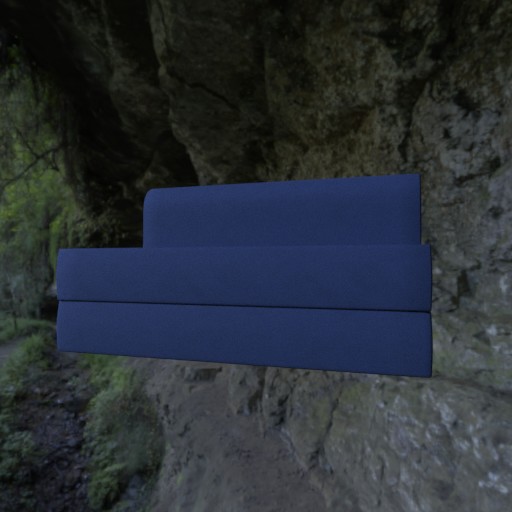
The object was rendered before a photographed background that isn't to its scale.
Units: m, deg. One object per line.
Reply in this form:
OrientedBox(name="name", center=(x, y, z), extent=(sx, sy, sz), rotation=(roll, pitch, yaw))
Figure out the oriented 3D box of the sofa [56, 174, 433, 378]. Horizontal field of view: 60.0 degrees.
OrientedBox(name="sofa", center=(0.000, 0.000, 1.700), extent=(1.219, 0.660, 0.762), rotation=(0, -1, 18))
